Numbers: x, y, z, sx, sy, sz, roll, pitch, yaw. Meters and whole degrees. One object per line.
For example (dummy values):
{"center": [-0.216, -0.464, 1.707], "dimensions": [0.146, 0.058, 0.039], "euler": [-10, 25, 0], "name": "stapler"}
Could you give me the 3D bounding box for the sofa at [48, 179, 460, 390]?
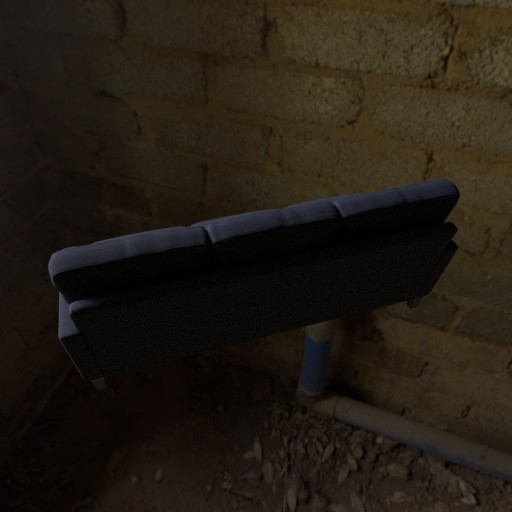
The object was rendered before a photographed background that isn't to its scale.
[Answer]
{"center": [0.000, 0.000, 2.592], "dimensions": [2.115, 0.984, 0.888], "euler": [-12, 43, -13], "name": "sofa"}
